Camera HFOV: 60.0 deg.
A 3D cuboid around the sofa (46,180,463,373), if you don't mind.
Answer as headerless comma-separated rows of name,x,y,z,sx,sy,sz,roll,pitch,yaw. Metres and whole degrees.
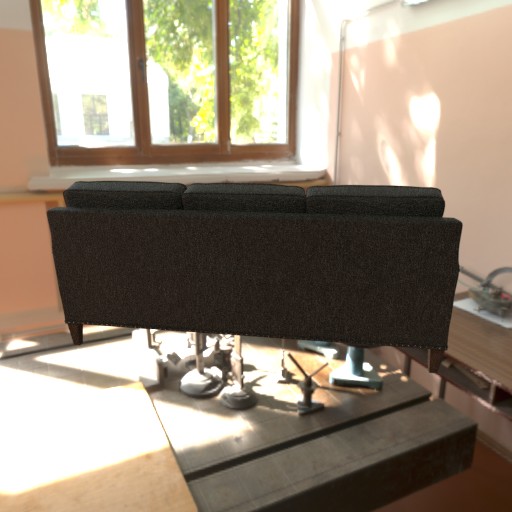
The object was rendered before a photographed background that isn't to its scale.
sofa,0.000,0.000,2.851,2.246,1.003,1.084,2,16,9
